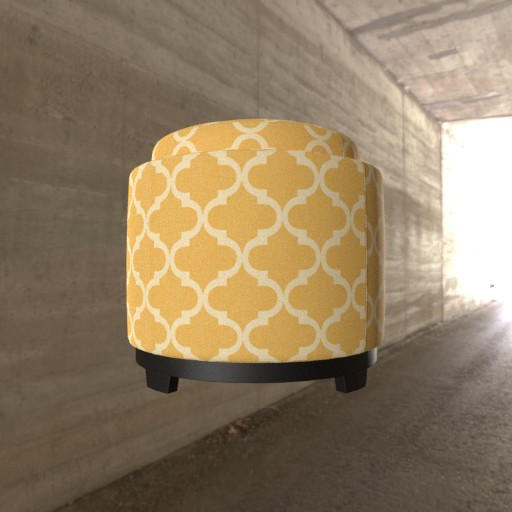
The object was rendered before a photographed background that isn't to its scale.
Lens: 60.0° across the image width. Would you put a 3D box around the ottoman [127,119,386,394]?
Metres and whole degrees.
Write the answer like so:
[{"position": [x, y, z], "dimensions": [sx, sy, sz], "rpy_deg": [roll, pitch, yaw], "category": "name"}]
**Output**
[{"position": [0.000, 0.000, 0.856], "dimensions": [0.480, 0.429, 0.480], "rpy_deg": [0, -2, 0], "category": "ottoman"}]
